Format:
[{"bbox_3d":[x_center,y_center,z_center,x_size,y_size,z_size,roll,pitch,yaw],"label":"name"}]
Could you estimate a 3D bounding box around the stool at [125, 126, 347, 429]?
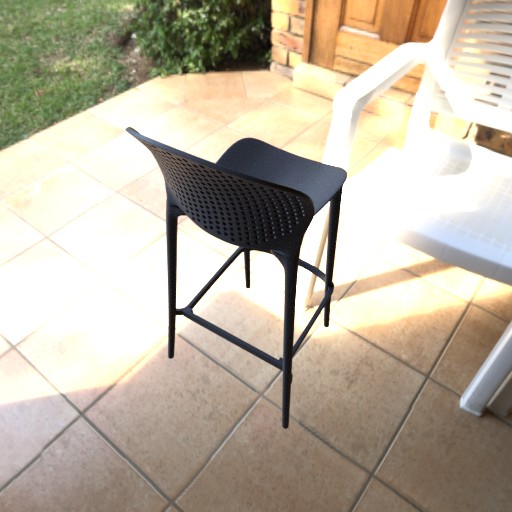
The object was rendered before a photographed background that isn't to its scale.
[{"bbox_3d":[0.000,0.000,1.381,0.536,1.045,0.535,25,51,22],"label":"stool"}]
